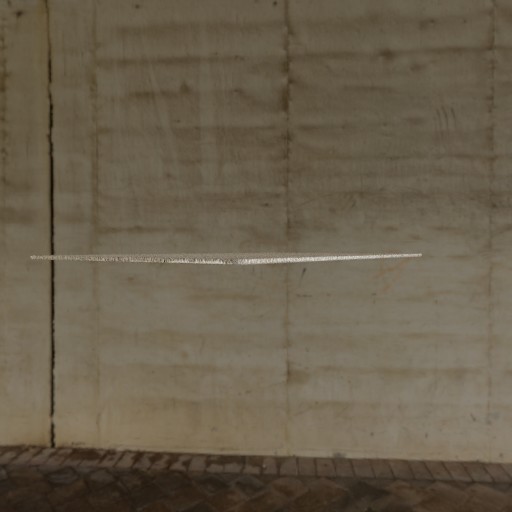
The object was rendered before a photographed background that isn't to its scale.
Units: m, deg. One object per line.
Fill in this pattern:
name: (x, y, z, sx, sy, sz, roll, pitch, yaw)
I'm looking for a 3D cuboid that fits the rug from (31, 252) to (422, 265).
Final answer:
rug: (0.000, 0.000, 3.500, 1.798, 0.025, 2.698, 1, 1, 37)
